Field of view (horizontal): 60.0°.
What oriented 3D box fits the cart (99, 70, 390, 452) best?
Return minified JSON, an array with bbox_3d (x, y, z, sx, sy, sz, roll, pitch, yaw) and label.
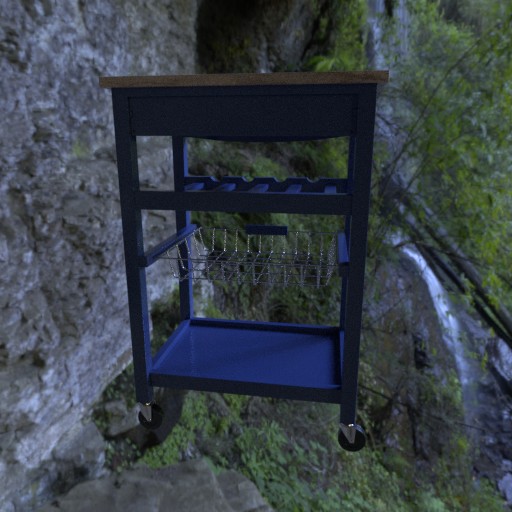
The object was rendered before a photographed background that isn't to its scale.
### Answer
[{"bbox_3d":[0.000,0.000,1.158,0.584,0.839,0.403,3,15,9],"label":"cart"}]
